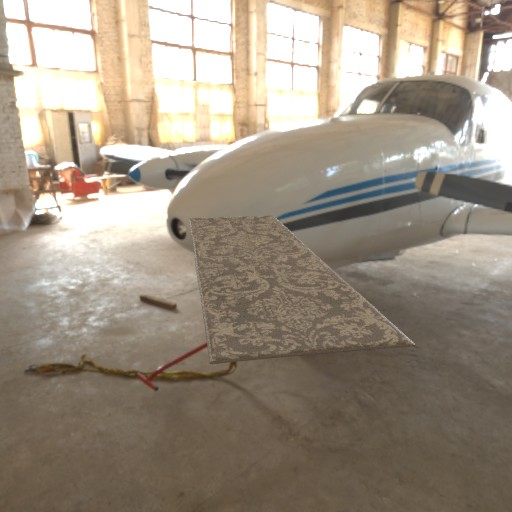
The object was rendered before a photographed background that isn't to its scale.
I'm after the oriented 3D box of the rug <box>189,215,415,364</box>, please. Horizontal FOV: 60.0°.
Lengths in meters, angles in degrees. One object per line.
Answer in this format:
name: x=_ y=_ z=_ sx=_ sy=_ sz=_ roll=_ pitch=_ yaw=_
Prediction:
rug: x=0.000 y=0.000 z=2.408 sx=0.662 sy=0.011 sz=2.196 roll=-3 pitch=16 yaw=-9
